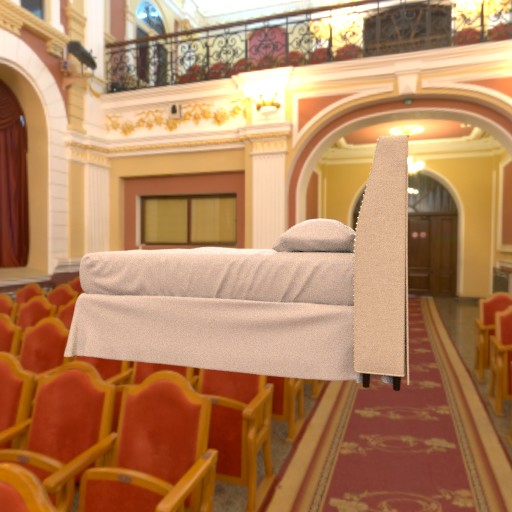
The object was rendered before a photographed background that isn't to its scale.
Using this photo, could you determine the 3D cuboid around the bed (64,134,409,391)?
[{"bbox_3d":[0.000,0.000,3.481,2.276,1.332,1.925,1,2,19],"label":"bed"}]
